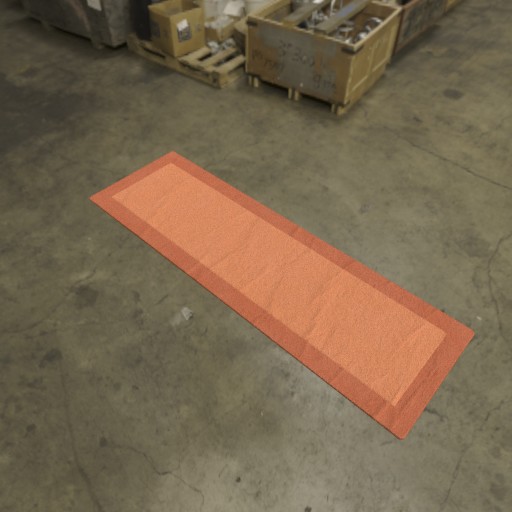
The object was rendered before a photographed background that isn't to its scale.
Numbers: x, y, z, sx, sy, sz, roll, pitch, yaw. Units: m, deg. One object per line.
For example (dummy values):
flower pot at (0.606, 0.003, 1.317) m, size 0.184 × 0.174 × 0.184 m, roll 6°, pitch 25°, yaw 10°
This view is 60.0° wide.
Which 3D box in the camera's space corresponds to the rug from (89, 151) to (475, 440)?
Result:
rug at (0.000, 0.000, 2.682) m, size 2.471 × 0.013 × 0.914 m, roll 31°, pitch 55°, yaw 25°
